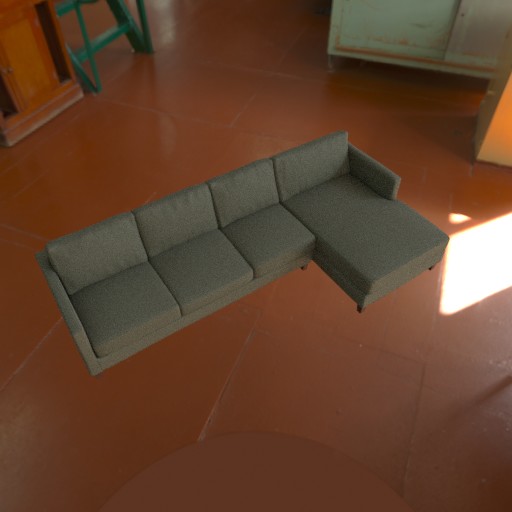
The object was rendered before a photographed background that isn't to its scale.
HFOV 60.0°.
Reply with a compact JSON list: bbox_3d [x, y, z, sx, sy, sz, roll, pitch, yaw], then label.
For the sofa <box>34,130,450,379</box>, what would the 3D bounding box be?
[{"bbox_3d":[0.000,0.000,3.835,3.186,0.861,1.625,-26,52,-22],"label":"sofa"}]
